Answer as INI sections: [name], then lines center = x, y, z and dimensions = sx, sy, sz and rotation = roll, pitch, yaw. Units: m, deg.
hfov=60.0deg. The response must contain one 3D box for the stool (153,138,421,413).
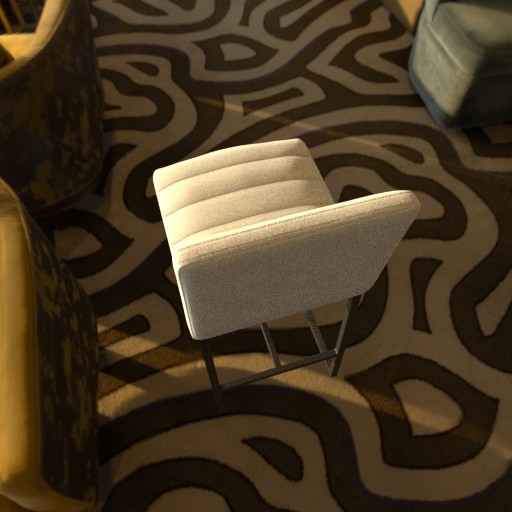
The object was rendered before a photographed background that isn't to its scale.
[stool]
center = 0.000, 0.000, 1.273
dimensions = 0.459, 0.971, 0.567
rotation = -15, 59, -9
